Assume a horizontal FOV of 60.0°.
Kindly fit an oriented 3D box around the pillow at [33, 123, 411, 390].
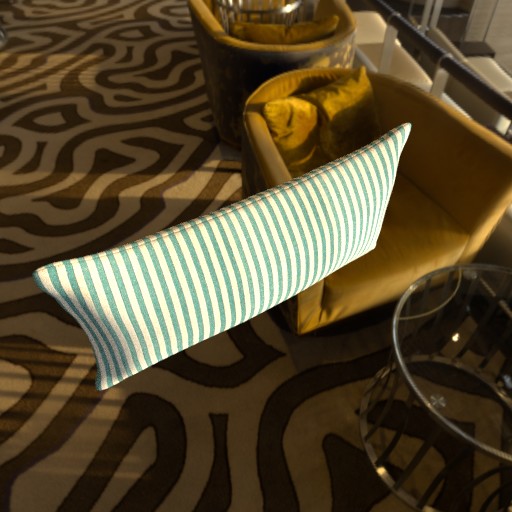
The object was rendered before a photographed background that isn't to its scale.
[{"bbox_3d":[0.000,0.000,0.731,0.617,0.295,0.151,-25,51,-22],"label":"pillow"}]
